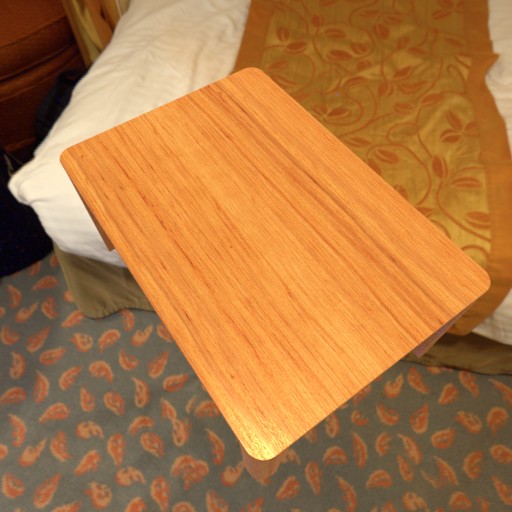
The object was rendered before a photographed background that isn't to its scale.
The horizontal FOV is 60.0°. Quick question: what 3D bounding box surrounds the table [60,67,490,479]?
[{"bbox_3d":[0.000,0.000,1.342,0.696,0.445,0.997,-31,64,-17],"label":"table"}]
